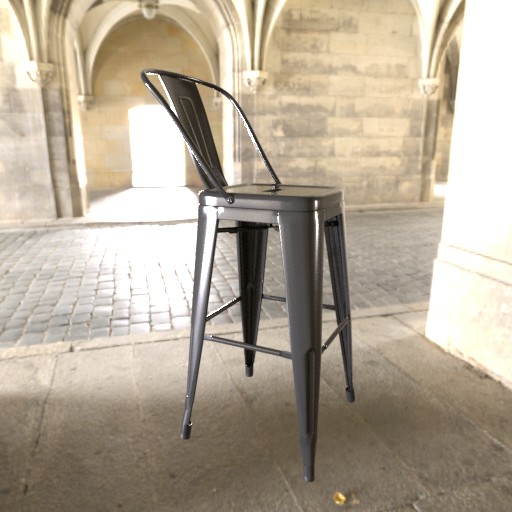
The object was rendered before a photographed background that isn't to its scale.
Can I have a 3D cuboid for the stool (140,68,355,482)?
[{"bbox_3d":[0.000,0.000,1.276,0.528,1.022,0.432,7,15,26],"label":"stool"}]
